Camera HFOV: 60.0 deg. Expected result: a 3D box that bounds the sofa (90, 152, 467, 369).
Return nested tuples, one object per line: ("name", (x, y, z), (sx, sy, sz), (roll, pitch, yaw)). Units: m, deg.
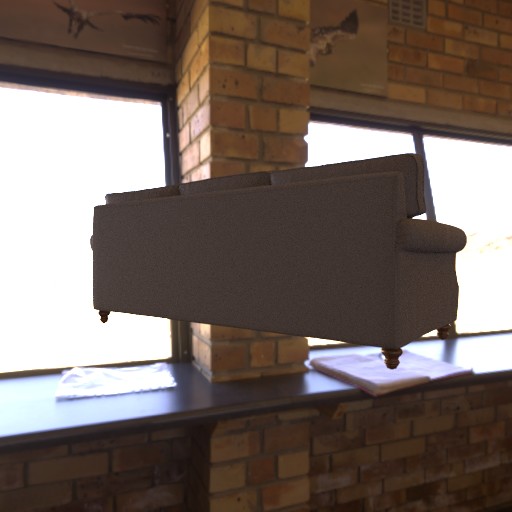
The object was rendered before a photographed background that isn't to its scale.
("sofa", (0.000, 0.000, 2.810), (2.353, 0.948, 0.966), (0, 0, 37))
